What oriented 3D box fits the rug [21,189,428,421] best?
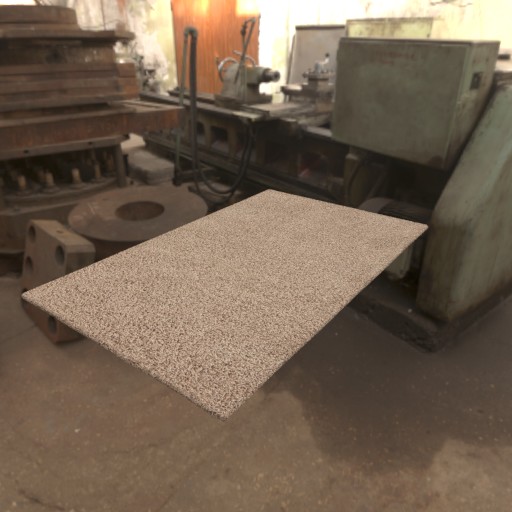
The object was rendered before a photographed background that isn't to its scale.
[{"bbox_3d":[0.000,0.000,2.983,1.524,0.030,2.438,18,32,33],"label":"rug"}]
